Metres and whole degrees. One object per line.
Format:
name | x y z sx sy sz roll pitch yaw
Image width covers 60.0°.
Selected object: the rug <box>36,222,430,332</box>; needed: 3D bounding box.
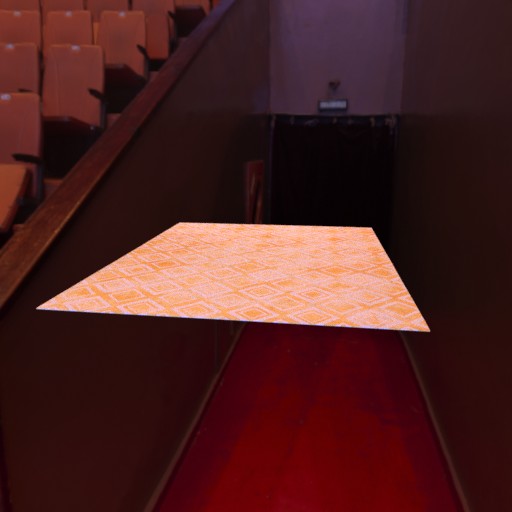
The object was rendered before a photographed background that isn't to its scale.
rug | 0.000 0.000 4.136 2.433 0.011 3.037 2 15 8
